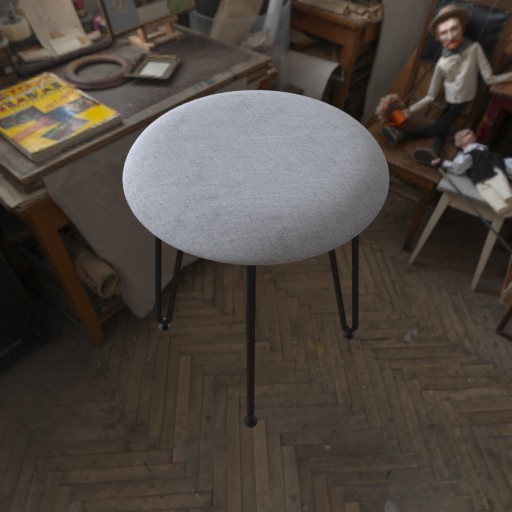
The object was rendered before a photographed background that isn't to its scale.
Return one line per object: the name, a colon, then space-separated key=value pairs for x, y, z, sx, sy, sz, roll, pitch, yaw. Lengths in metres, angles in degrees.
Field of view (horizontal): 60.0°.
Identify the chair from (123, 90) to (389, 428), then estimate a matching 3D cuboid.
chair: x=0.000 y=0.000 z=0.641 sx=0.350 sy=0.386 sz=0.350 roll=2 pitch=47 yaw=2
